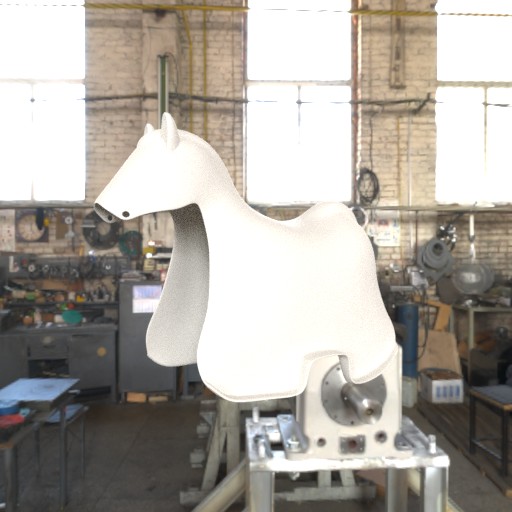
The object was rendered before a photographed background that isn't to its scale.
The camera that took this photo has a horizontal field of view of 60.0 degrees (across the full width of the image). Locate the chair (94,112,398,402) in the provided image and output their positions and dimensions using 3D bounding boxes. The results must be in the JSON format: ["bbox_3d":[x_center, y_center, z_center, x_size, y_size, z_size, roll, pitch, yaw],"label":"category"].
[{"bbox_3d":[0.000,0.000,1.136,0.800,0.612,0.429,0,0,-35],"label":"chair"}]
